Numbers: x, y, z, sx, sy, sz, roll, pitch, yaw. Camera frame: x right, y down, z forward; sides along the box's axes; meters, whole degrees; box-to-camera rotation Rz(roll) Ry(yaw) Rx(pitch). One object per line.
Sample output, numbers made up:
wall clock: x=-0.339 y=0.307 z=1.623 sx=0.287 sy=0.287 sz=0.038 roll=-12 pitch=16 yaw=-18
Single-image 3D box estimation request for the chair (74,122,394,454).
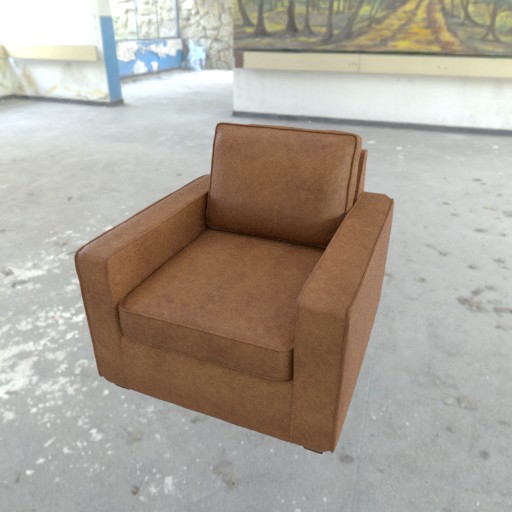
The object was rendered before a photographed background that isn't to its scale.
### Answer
chair: x=0.000 y=0.000 z=1.780 sx=0.987 sy=0.901 sz=1.027 roll=9 pitch=29 yaw=17
